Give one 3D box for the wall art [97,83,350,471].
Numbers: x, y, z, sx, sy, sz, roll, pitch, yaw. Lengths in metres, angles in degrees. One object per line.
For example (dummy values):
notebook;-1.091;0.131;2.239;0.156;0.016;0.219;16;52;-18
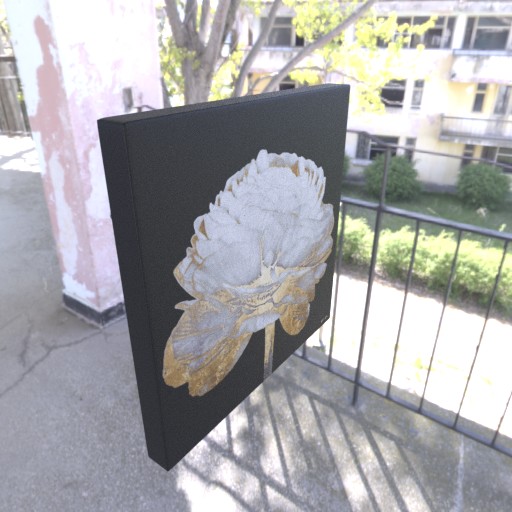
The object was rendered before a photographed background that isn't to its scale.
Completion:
wall art;0.000;0.000;0.596;0.041;0.407;0.406;18;32;32
